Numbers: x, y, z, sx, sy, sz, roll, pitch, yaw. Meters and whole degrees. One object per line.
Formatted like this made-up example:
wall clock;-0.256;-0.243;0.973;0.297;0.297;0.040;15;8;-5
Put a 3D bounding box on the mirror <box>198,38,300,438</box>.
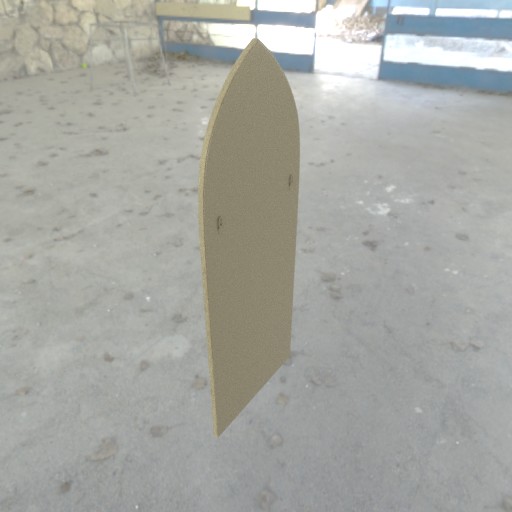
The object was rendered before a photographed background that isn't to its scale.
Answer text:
mirror;0.000;0.000;1.327;0.025;1.175;0.464;20;37;29
